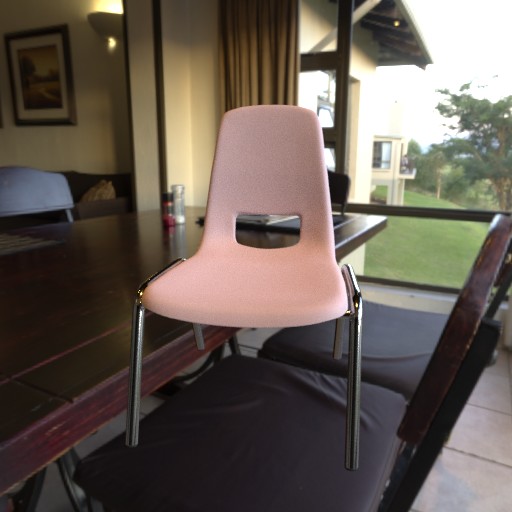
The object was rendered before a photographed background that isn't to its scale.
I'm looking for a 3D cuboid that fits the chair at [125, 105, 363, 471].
[{"bbox_3d":[0.000,0.000,0.778,0.354,0.536,0.385,2,14,9],"label":"chair"}]
